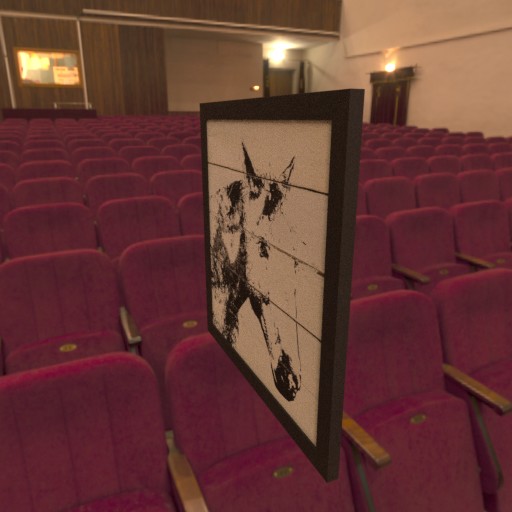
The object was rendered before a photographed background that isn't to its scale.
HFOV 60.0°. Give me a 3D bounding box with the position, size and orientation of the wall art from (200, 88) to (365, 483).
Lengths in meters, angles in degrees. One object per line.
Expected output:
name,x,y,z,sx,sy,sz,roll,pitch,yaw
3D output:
wall art,0.000,0.000,1.515,0.038,1.016,1.016,-8,19,-24
